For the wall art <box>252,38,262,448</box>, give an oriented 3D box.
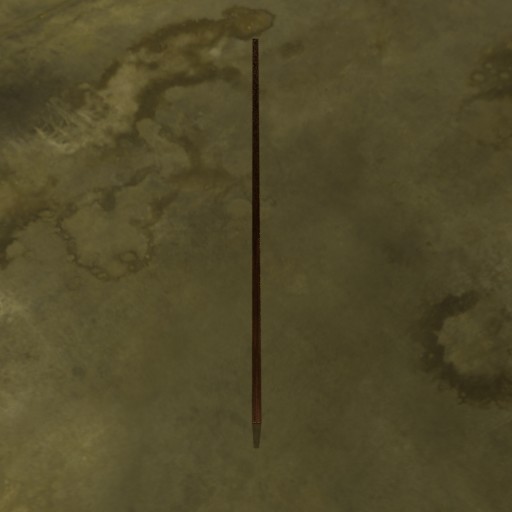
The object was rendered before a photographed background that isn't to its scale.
[{"bbox_3d":[0.000,0.000,1.064,0.014,0.559,0.816,0,63,0],"label":"wall art"}]
